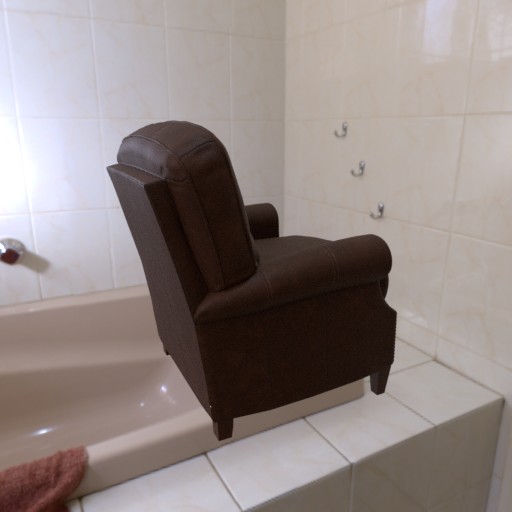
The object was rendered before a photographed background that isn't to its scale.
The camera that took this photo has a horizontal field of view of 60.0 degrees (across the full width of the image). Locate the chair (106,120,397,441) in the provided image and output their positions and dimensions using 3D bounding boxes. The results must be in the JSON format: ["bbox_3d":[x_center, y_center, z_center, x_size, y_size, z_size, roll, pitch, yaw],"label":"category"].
[{"bbox_3d":[0.000,0.000,1.753,0.986,1.018,0.936,-8,17,-25],"label":"chair"}]
